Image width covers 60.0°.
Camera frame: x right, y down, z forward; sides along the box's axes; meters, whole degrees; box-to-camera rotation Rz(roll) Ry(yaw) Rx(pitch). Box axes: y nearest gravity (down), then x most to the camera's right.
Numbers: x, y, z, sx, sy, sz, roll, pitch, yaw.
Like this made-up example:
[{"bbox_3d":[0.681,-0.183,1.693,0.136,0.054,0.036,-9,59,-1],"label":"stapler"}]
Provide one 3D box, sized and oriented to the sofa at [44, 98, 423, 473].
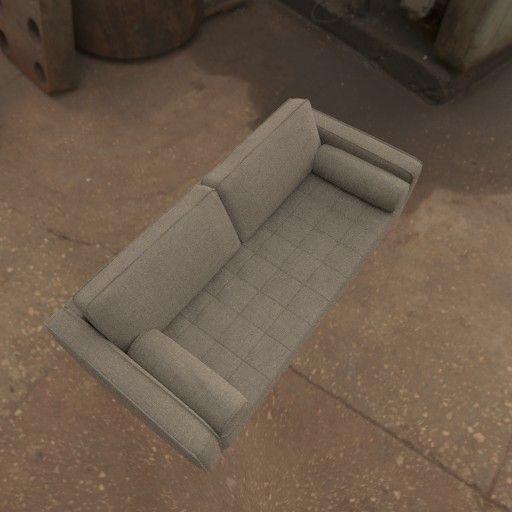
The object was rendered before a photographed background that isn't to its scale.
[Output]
[{"bbox_3d":[0.000,0.000,2.294,0.914,0.762,1.879,33,63,19],"label":"sofa"}]
